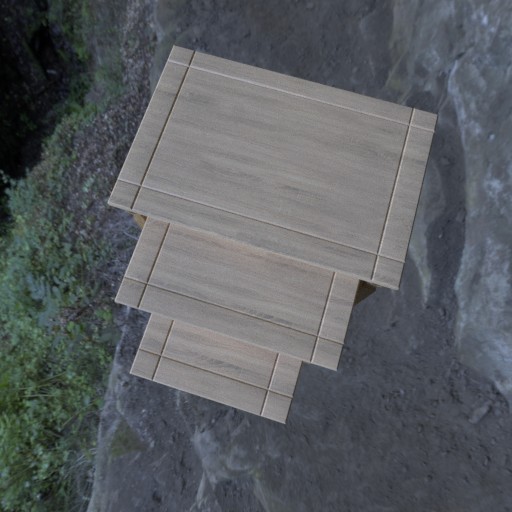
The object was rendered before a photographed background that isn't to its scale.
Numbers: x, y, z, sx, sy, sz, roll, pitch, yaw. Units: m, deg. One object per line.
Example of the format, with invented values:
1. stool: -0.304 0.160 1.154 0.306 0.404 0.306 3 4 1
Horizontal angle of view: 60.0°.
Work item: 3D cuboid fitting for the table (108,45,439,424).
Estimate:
1. table: 0.000 0.000 1.226 0.660 0.535 0.773 17 76 4
